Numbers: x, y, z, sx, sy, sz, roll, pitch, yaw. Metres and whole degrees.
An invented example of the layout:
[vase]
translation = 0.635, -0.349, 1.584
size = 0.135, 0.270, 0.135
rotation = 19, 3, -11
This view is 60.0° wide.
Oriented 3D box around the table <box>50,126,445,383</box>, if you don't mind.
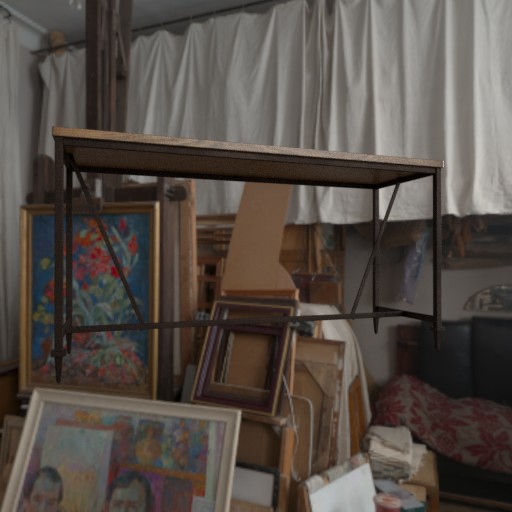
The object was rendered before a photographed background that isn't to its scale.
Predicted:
[table]
translation = 0.000, 0.000, 2.079
size = 1.700, 0.902, 0.551
rotation = 0, 0, -19
